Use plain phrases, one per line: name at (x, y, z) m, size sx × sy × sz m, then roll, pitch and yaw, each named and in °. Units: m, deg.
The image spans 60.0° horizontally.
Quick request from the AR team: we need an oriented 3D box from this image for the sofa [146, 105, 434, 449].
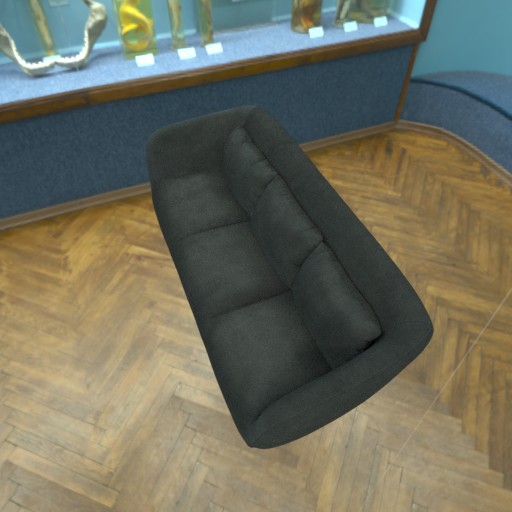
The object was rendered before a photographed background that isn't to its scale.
sofa at (0.000, 0.000, 2.757) m, size 0.956 × 0.875 × 2.296 m, roll -17°, pitch 50°, yaw -15°
